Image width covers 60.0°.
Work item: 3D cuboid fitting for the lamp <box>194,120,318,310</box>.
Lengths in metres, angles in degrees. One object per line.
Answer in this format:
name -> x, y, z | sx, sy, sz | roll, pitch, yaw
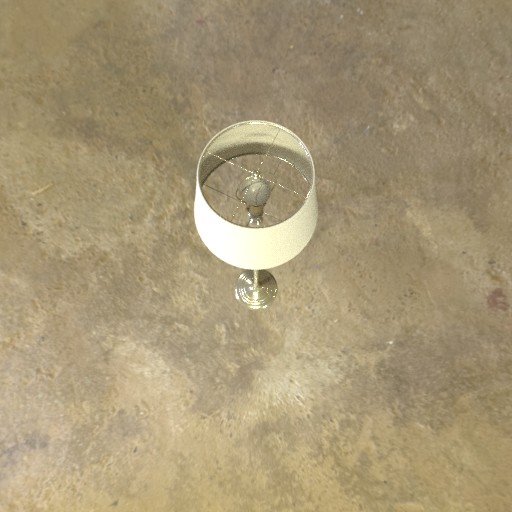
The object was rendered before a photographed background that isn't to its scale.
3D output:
lamp -> 0.000, 0.000, 1.681 | 0.327, 1.506, 0.327 | -18, 77, -4
